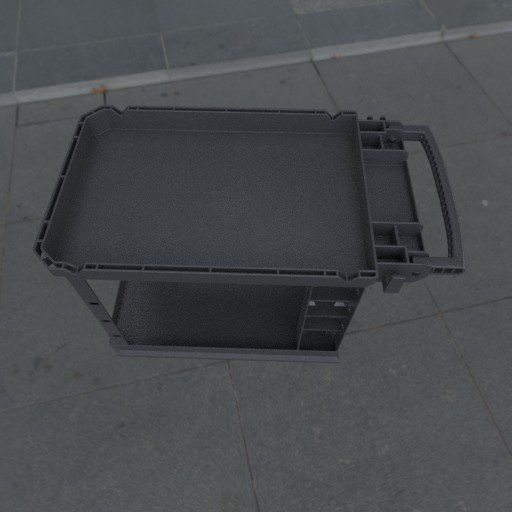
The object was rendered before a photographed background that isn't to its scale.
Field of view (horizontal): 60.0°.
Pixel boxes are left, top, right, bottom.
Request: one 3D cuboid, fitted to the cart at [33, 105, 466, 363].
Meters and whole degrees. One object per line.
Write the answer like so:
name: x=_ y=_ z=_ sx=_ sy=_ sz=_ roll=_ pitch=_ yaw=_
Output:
cart: x=0.000 y=0.000 z=1.753 sx=1.239 sy=0.884 sz=0.674 roll=2 pitch=58 yaw=1
